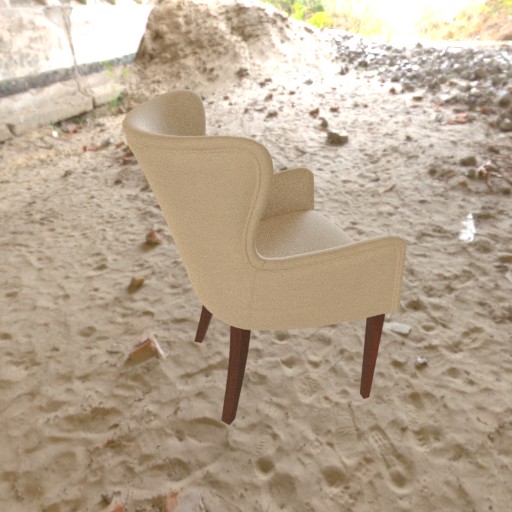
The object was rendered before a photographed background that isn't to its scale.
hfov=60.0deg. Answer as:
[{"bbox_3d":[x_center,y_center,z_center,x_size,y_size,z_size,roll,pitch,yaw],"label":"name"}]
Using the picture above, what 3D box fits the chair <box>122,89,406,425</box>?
[{"bbox_3d":[0.000,0.000,1.499,0.744,0.990,0.696,-10,31,-17],"label":"chair"}]
